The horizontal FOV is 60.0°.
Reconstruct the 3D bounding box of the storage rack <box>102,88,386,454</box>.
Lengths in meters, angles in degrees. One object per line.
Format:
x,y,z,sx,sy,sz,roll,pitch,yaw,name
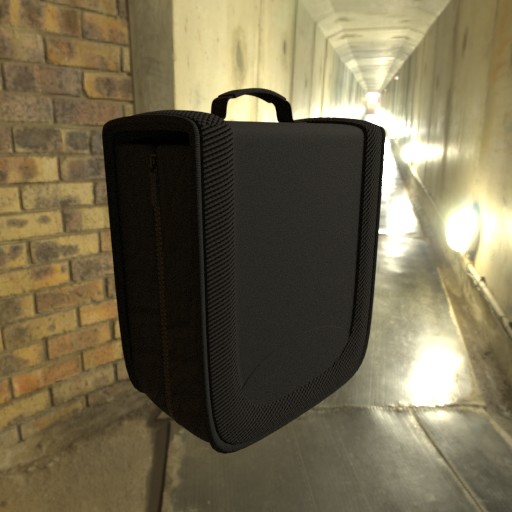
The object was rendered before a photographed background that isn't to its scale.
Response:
0.000,0.000,0.546,0.297,0.387,0.168,-14,21,-42,storage rack
